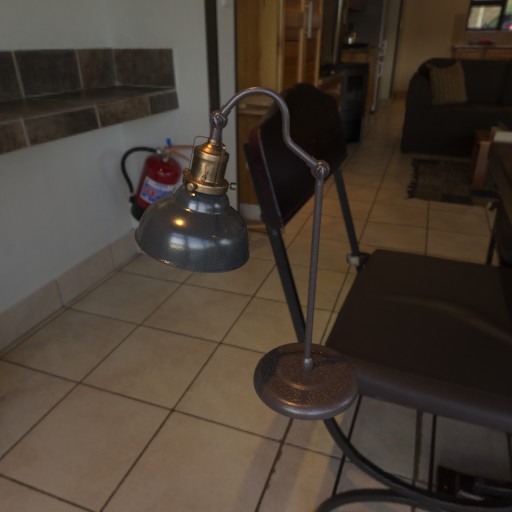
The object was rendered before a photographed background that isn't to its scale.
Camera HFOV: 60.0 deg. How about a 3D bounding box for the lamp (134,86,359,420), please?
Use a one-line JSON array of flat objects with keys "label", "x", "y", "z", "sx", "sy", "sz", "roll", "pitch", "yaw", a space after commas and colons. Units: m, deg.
[{"label": "lamp", "x": 0.000, "y": 0.000, "z": 0.708, "sx": 0.374, "sy": 0.508, "sz": 0.192, "roll": 1, "pitch": 26, "yaw": 1}]
